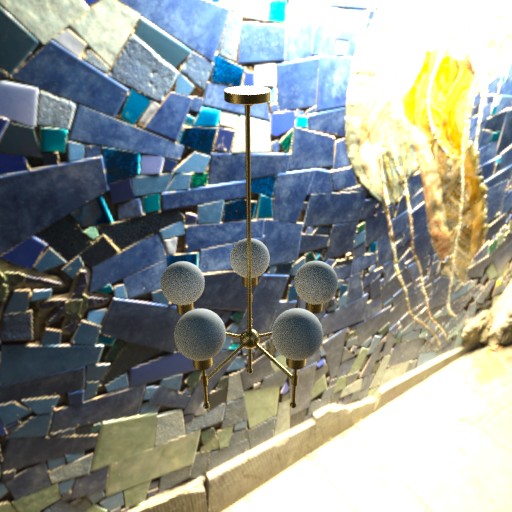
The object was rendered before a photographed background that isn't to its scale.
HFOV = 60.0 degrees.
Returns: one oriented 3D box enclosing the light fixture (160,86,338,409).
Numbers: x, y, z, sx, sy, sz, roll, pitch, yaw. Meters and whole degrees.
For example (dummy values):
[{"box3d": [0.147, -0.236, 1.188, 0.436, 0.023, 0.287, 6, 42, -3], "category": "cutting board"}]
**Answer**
[{"box3d": [0.000, 0.000, 1.867, 0.785, 1.331, 0.815, -10, 32, -16], "category": "light fixture"}]
